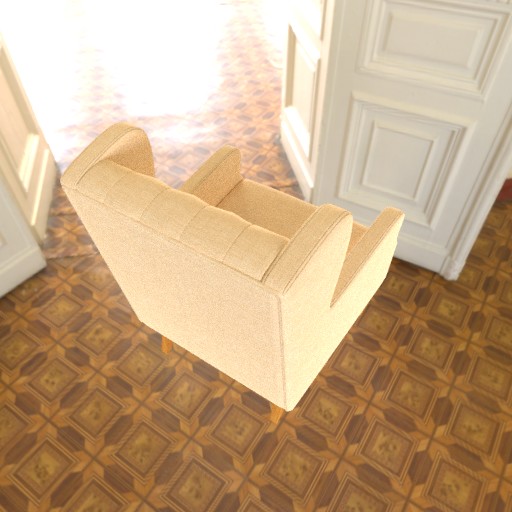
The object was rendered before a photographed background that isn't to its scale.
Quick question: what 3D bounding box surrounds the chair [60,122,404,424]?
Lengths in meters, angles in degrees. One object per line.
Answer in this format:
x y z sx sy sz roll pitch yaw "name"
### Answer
0.000 0.000 1.446 0.710 0.930 0.760 26 52 22 "chair"
